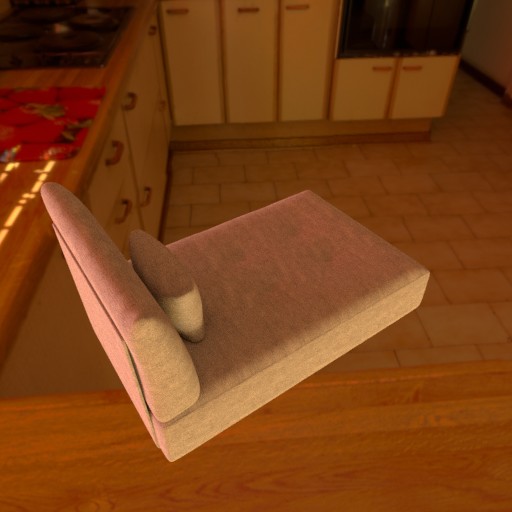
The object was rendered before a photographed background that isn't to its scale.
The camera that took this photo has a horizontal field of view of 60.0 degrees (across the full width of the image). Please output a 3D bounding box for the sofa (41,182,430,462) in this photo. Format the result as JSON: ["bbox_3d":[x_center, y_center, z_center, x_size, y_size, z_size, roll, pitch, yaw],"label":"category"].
[{"bbox_3d":[0.000,0.000,2.002,1.450,0.820,0.930,-24,46,-26],"label":"sofa"}]
